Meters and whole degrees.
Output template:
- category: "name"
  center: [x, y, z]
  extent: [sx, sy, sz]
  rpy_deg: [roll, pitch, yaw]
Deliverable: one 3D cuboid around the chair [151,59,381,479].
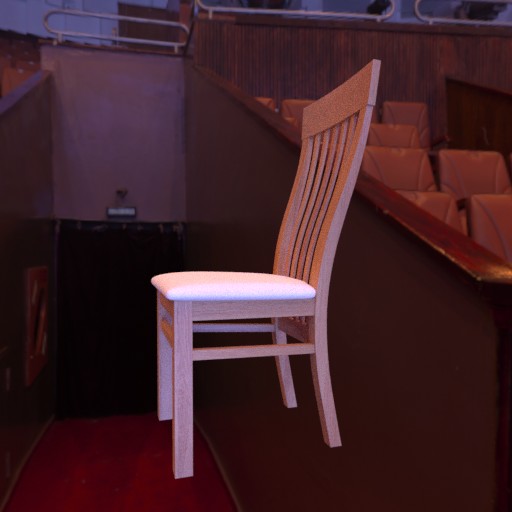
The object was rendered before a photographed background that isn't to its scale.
- category: "chair"
  center: [0.000, 0.000, 1.322]
  extent: [0.580, 1.050, 0.450]
  rpy_deg: [-1, 2, -18]
